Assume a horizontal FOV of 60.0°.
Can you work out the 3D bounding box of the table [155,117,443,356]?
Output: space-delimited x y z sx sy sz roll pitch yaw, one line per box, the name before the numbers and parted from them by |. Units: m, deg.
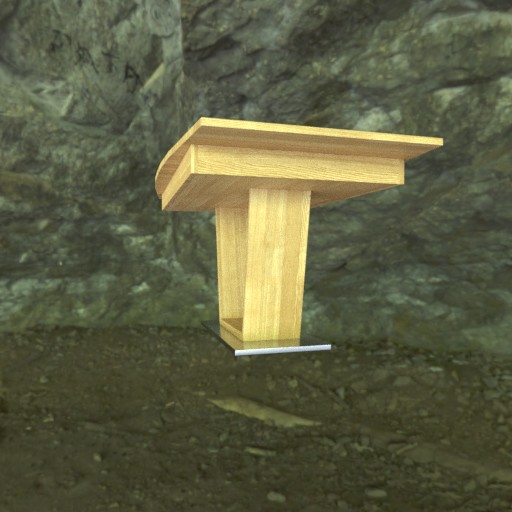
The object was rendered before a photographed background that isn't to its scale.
table | 0.000 0.000 2.067 0.900 0.748 1.598 0 0 -16
